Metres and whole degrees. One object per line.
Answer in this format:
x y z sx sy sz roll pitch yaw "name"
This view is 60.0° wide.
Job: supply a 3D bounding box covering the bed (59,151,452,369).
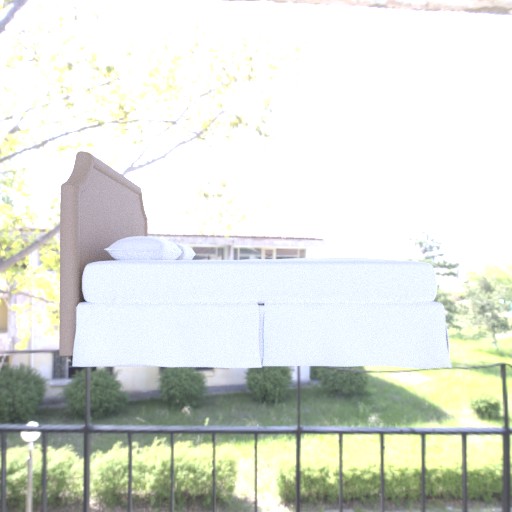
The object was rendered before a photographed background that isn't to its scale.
0.000 0.000 4.200 2.773 1.590 2.350 0 -1 -1 "bed"
